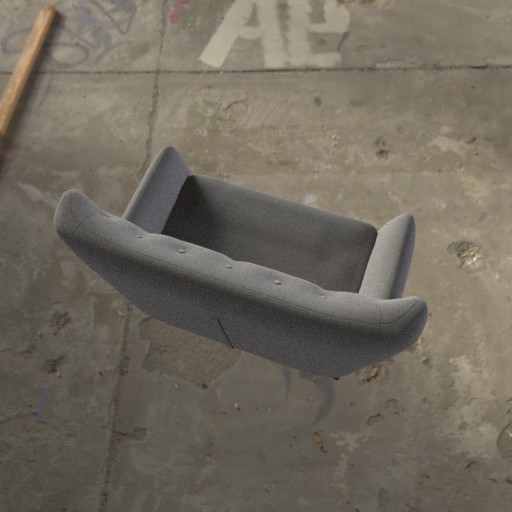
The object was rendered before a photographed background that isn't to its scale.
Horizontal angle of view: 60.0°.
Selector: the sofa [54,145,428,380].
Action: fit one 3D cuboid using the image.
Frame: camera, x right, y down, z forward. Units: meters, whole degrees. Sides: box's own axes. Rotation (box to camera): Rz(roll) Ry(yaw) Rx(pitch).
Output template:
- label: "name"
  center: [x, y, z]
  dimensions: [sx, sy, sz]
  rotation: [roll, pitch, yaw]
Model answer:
- label: "sofa"
  center: [0.000, 0.000, 2.060]
  dimensions: [1.386, 1.028, 0.884]
  rotation: [18, 65, 9]
